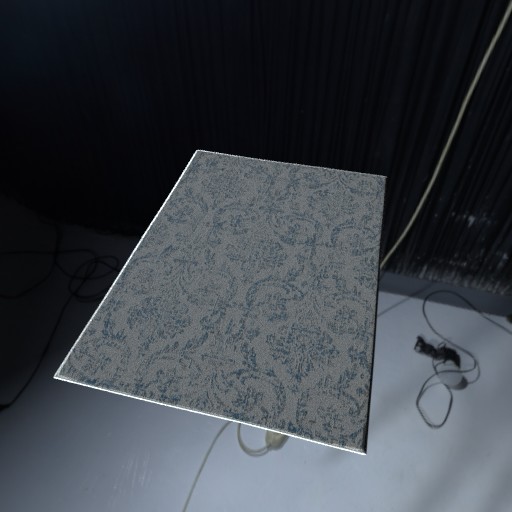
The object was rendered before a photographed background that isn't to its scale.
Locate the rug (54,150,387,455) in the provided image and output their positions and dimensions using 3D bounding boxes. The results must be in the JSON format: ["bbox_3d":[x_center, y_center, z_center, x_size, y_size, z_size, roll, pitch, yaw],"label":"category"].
[{"bbox_3d":[0.000,0.000,2.880,1.586,0.014,2.197,10,46,10],"label":"rug"}]
